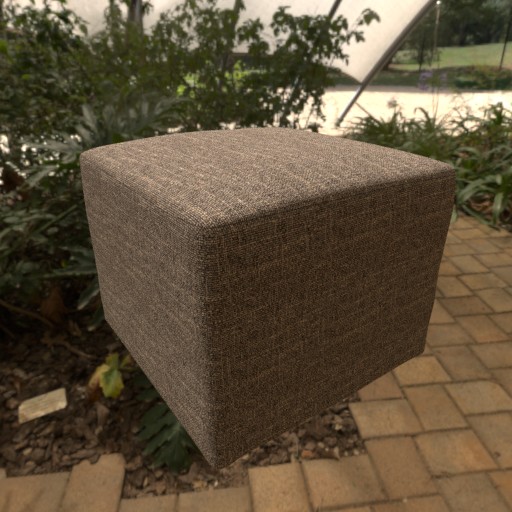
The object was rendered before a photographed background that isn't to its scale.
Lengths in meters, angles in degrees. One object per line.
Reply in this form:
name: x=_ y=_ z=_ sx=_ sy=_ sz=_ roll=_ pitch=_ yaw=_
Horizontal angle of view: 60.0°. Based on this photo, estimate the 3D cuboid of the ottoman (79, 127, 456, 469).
ottoman: x=0.000 y=0.000 z=0.892 sx=0.512 sy=0.453 sz=0.521 roll=-17 pitch=30 yaw=-32
